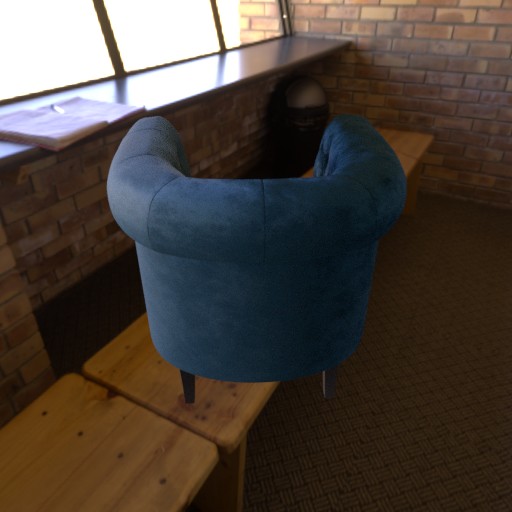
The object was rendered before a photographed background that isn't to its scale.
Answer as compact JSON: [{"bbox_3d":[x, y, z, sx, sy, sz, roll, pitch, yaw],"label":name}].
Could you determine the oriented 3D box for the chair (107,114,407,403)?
[{"bbox_3d":[0.000,0.000,1.547,0.904,0.826,0.851,-1,32,-2],"label":"chair"}]
